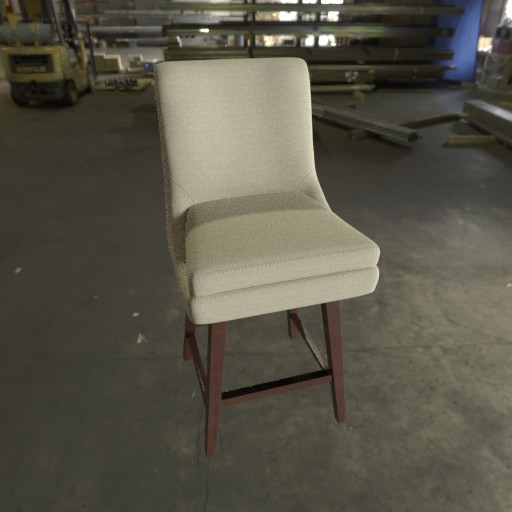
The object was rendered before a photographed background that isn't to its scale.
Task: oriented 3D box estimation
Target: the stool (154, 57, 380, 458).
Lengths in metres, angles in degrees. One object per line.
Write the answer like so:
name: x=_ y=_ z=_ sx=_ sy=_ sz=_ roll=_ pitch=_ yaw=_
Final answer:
stool: x=0.000 y=0.000 z=1.273 sx=0.483 sy=0.991 sz=0.559 roll=-9 pitch=31 yaw=-14
